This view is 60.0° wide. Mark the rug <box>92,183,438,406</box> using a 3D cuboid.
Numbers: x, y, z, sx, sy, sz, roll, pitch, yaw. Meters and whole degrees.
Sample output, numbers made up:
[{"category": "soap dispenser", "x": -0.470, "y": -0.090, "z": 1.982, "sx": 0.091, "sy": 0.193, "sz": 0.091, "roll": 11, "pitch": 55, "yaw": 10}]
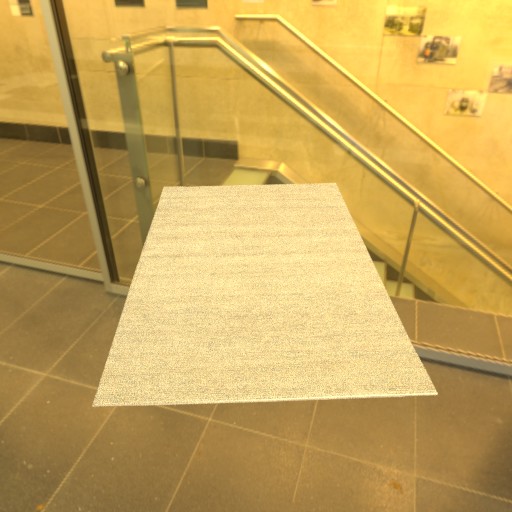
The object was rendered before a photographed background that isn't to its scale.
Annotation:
[{"category": "rug", "x": 0.000, "y": 0.000, "z": 2.264, "sx": 1.179, "sy": 0.022, "sz": 1.820, "roll": -1, "pitch": 33, "yaw": -2}]
